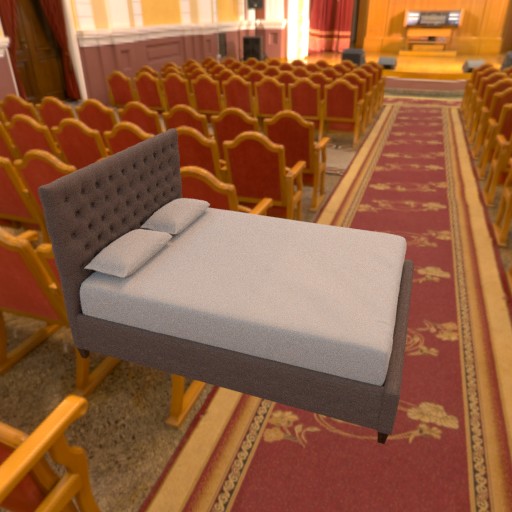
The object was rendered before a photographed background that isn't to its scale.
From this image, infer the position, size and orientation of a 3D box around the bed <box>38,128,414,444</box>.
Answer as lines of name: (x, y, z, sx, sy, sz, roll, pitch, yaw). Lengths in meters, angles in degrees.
bed: (0.000, 0.000, 3.464, 2.387, 1.427, 1.698, 10, 31, 17)
